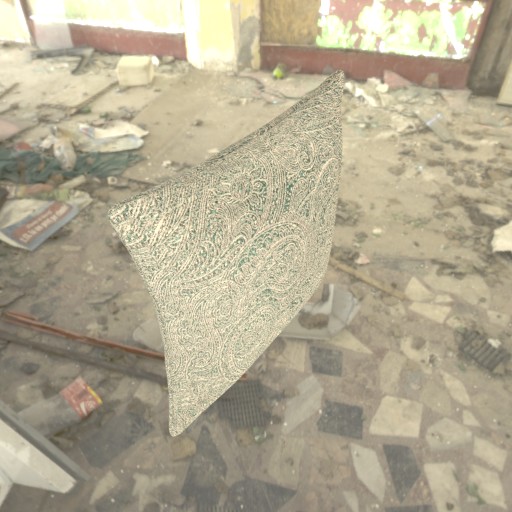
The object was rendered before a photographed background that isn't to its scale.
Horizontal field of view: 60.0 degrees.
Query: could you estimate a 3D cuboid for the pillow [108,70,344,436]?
[{"bbox_3d":[0.000,0.000,0.798,0.166,0.507,0.526,27,49,26],"label":"pillow"}]
